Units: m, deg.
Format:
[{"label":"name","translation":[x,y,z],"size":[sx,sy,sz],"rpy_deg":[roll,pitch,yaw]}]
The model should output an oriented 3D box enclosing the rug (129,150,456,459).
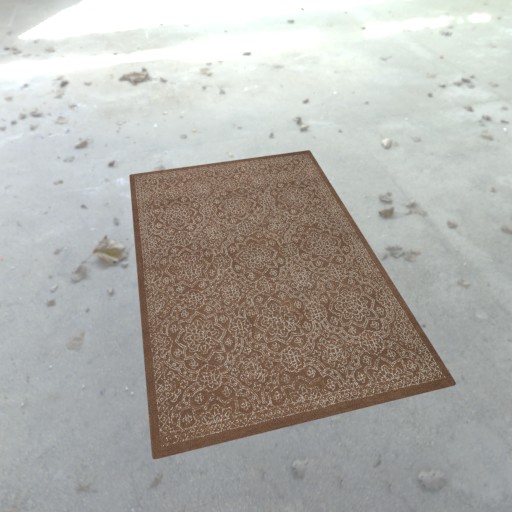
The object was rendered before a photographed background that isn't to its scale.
[{"label":"rug","translation":[0.000,0.000,2.317],"size":[1.219,0.010,1.829],"rpy_deg":[-10,46,-10]}]
